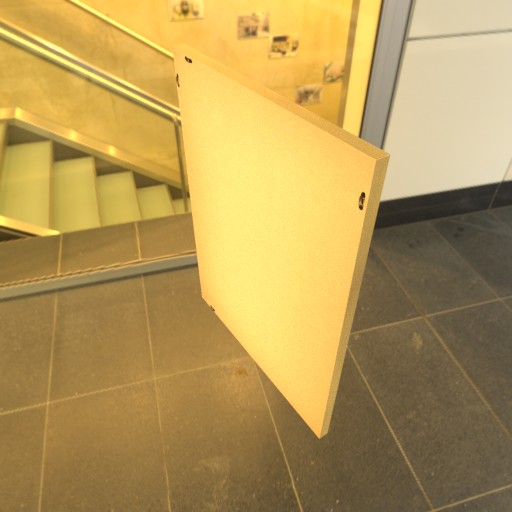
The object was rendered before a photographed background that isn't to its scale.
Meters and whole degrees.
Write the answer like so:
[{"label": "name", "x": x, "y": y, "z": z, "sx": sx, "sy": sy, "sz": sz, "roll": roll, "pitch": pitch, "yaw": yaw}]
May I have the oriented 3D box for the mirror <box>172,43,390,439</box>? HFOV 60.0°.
[{"label": "mirror", "x": 0.000, "y": 0.000, "z": 1.336, "sx": 0.040, "sy": 1.016, "sz": 0.762, "roll": -25, "pitch": 48, "yaw": -25}]
